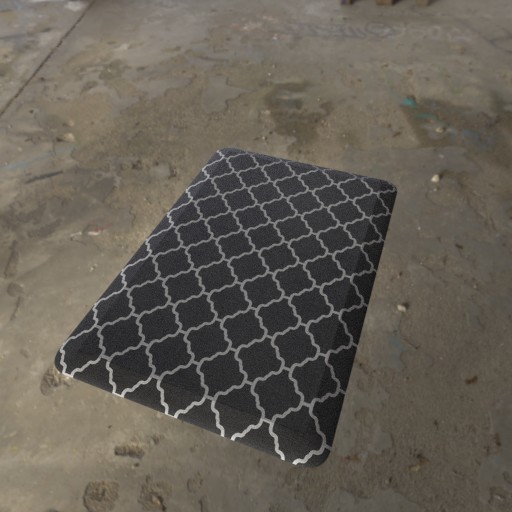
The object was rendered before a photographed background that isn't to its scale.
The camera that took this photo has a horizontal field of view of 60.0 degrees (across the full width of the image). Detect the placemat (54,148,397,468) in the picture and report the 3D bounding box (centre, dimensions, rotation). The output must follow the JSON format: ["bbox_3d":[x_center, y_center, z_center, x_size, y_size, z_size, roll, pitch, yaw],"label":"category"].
[{"bbox_3d":[0.000,0.000,0.963,0.508,0.021,0.762,15,48,14],"label":"placemat"}]
